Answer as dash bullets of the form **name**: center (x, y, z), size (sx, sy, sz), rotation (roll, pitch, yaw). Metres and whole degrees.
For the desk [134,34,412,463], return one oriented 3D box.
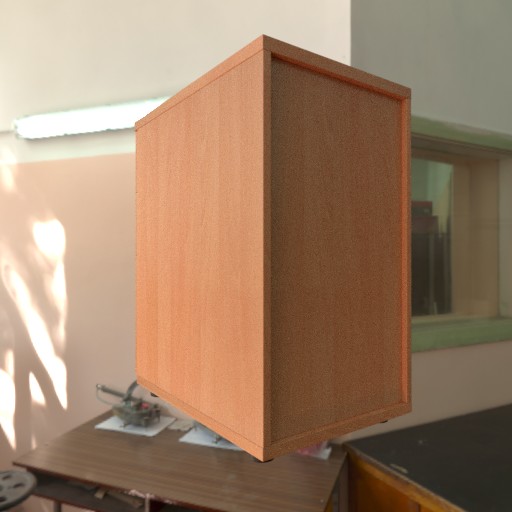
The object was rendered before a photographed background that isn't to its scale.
- **desk**: center (0.000, 0.000, 1.091), size (0.404, 0.730, 0.600), rotation (0, 0, -36)
